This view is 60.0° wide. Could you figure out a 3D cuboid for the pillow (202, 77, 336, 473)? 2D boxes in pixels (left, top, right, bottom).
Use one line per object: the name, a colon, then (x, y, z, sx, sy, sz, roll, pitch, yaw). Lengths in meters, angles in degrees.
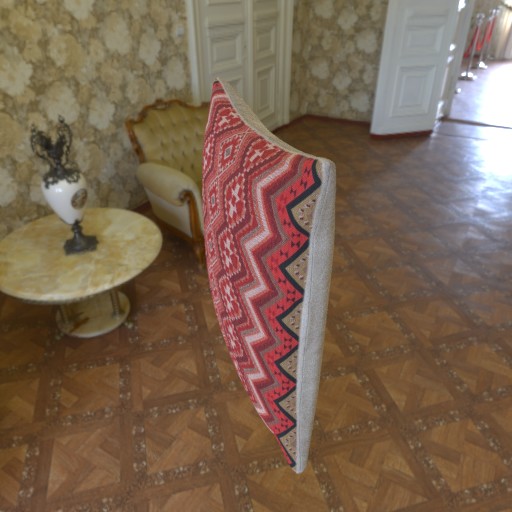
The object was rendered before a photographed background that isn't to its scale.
pillow: (0.000, 0.000, 0.768, 0.158, 0.511, 0.513, -9, 32, -14)
